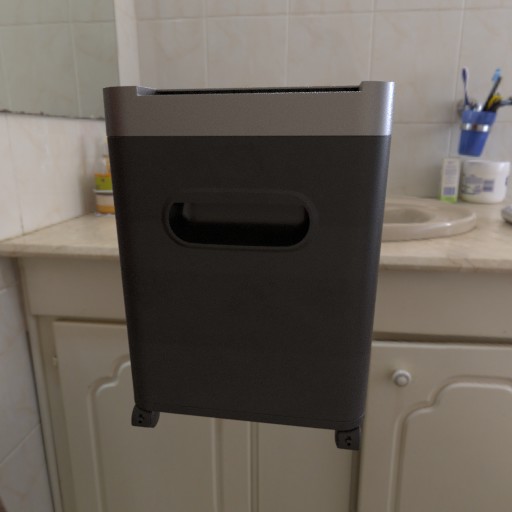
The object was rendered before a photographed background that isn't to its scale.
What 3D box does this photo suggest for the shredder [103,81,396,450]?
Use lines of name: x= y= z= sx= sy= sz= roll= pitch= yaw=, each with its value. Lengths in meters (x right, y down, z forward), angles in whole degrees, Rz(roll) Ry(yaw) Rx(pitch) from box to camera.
shredder: x=0.000 y=0.000 z=0.597 sx=0.311 sy=0.419 sz=0.237 roll=2 pitch=15 yaw=9
